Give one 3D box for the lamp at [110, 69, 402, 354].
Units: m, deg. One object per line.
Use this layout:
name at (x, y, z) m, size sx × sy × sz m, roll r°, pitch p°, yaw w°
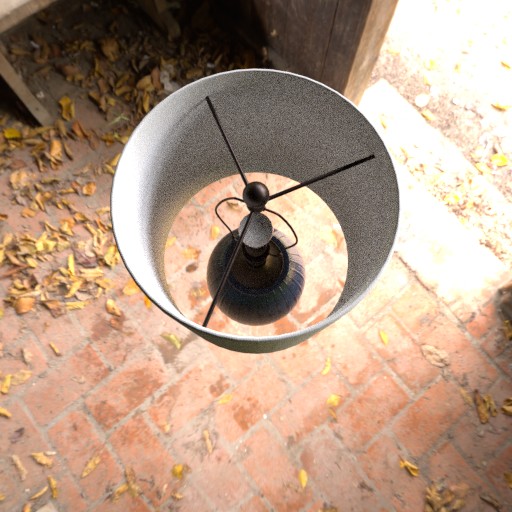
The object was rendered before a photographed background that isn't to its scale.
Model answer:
lamp at (0.000, 0.000, 0.760) m, size 0.329 × 0.570 × 0.329 m, roll 21°, pitch 76°, yaw 5°
